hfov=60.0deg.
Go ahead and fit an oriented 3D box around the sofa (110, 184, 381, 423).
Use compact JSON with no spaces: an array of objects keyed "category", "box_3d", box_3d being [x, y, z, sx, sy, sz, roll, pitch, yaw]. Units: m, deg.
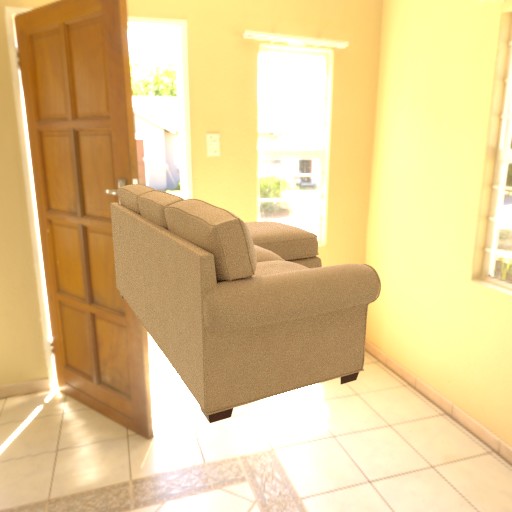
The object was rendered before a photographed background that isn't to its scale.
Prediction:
[{"category":"sofa","box_3d":[0.000,0.000,2.410,1.226,0.734,1.770,-7,15,-27]}]
